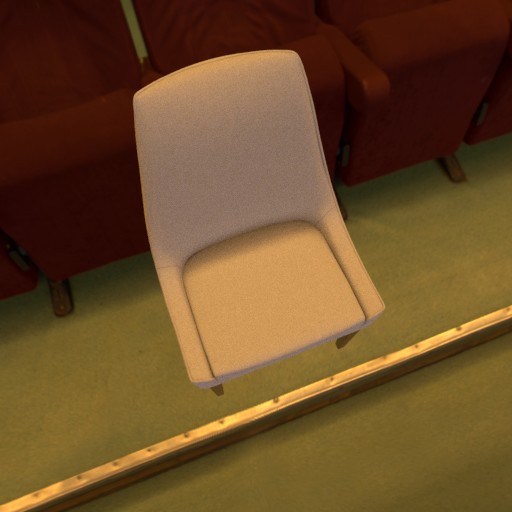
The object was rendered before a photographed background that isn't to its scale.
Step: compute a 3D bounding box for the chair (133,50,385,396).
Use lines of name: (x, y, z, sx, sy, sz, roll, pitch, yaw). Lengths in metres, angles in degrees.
chair: (0.000, 0.000, 1.189, 0.529, 0.861, 0.544, -19, 66, -9)
